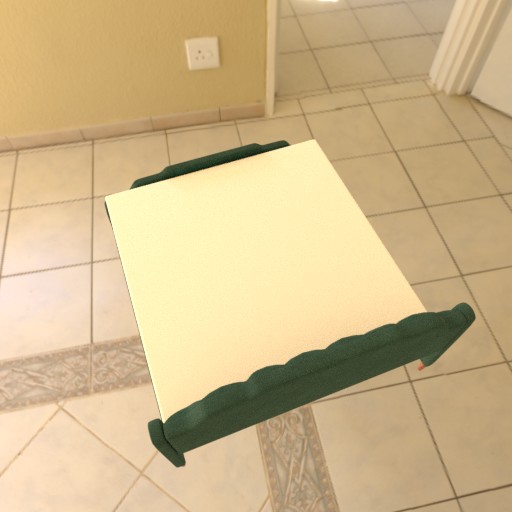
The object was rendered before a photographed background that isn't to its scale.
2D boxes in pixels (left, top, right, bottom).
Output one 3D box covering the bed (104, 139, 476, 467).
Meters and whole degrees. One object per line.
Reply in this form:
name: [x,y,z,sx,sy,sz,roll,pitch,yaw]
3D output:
bed: [0.000,0.000,3.480,2.074,1.245,2.340,-18,59,-11]
